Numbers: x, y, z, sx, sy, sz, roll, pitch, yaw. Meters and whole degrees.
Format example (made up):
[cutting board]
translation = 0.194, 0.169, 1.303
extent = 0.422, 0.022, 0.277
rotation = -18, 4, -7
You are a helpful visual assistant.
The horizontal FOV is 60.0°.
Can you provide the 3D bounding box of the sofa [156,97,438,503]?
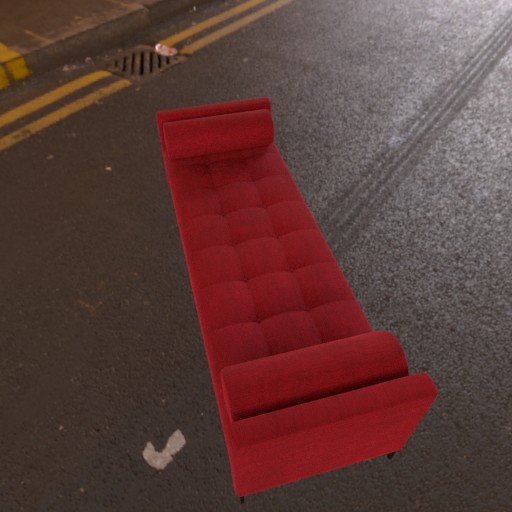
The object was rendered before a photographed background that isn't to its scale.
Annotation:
[sofa]
translation = 0.000, 0.000, 2.211
extent = 0.686, 0.635, 1.981
rotation = -11, 48, -10
